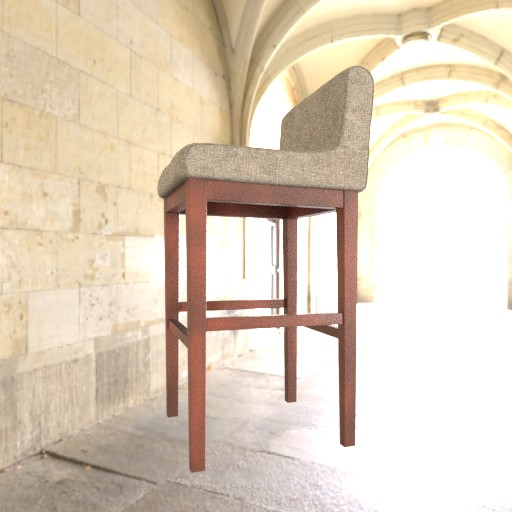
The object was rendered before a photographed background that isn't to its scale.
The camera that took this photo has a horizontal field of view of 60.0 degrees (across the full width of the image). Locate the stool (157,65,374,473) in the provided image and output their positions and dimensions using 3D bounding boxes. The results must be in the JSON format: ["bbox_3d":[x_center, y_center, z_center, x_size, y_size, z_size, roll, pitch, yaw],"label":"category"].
[{"bbox_3d":[0.000,0.000,1.237,0.499,0.965,0.426,0,0,-20],"label":"stool"}]
